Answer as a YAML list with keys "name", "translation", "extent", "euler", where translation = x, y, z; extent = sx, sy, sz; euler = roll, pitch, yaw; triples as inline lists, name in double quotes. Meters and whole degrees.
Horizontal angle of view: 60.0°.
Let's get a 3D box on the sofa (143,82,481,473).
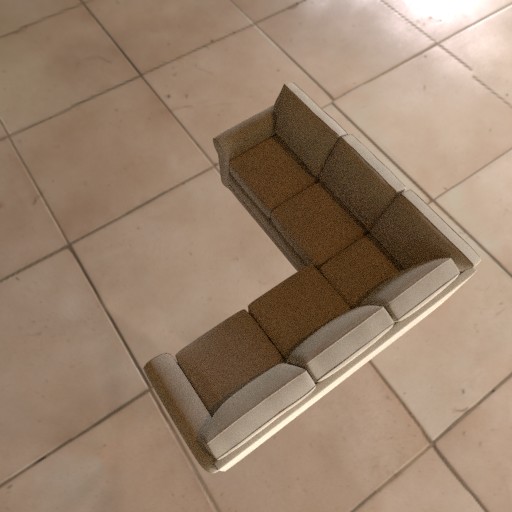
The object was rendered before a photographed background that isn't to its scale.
- name: "sofa"
  translation: [0.000, 0.000, 3.875]
  extent: [2.569, 1.054, 2.487]
  euler: [-33, 68, -15]
